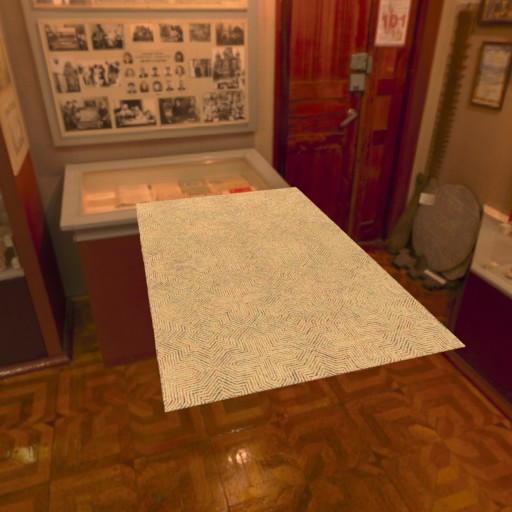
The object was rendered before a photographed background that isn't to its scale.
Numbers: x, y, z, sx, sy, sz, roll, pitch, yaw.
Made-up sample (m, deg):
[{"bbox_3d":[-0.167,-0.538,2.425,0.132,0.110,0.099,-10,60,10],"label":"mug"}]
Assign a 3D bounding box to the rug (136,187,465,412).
[{"bbox_3d":[0.000,0.000,3.094,1.519,0.007,2.428,-8,30,-14],"label":"rug"}]
